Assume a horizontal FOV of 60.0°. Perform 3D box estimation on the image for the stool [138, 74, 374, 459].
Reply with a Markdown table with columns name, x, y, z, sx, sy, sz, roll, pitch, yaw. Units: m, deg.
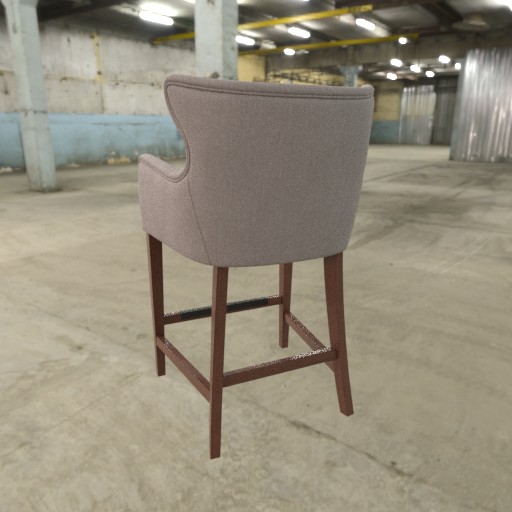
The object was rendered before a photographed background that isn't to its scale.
| name | x | y | z | sx | sy | sz | roll | pitch | yaw |
| --- | --- | --- | --- | --- | --- | --- | --- | --- | --- |
| stool | 0.000 | 0.000 | 1.318 | 0.575 | 0.951 | 0.575 | -7 | 17 | -24 |
